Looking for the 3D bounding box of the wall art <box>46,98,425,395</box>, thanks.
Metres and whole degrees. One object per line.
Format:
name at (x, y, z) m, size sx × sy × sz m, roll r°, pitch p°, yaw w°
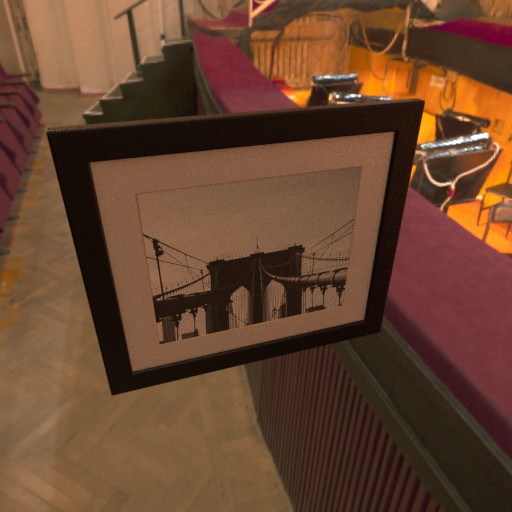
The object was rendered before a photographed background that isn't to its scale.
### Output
wall art at (0.000, 0.000, 0.711) m, size 0.521 × 0.450 × 0.018 m, roll -10°, pitch 33°, yaw -15°
